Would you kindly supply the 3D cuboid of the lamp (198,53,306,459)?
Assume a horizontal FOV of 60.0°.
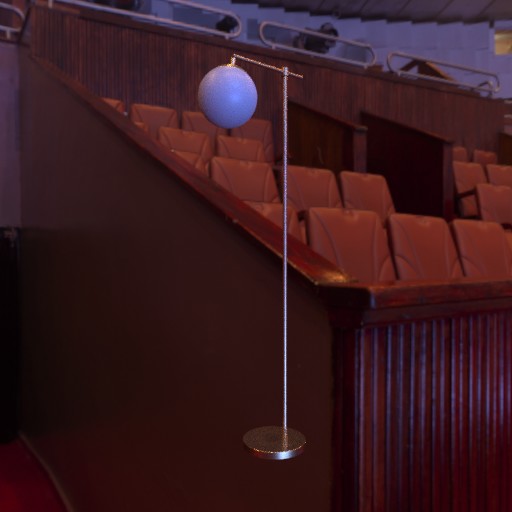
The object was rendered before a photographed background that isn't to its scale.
[{"bbox_3d":[0.000,0.000,1.701,0.476,1.505,0.249,0,1,-37],"label":"lamp"}]
